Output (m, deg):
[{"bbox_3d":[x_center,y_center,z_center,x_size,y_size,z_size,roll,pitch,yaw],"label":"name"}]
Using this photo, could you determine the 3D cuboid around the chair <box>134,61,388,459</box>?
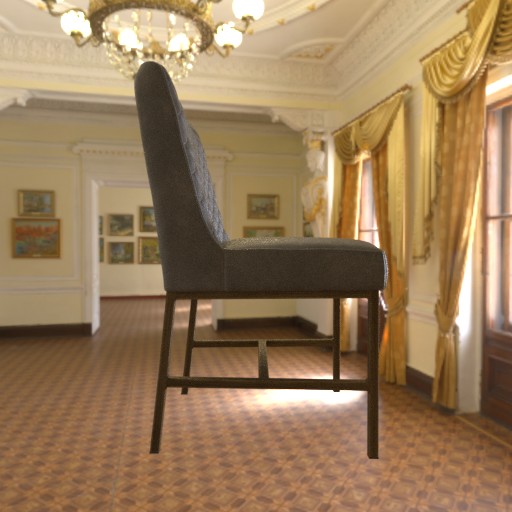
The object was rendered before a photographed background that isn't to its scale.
[{"bbox_3d":[0.000,0.000,1.211,0.587,0.889,0.508,0,1,0],"label":"chair"}]
